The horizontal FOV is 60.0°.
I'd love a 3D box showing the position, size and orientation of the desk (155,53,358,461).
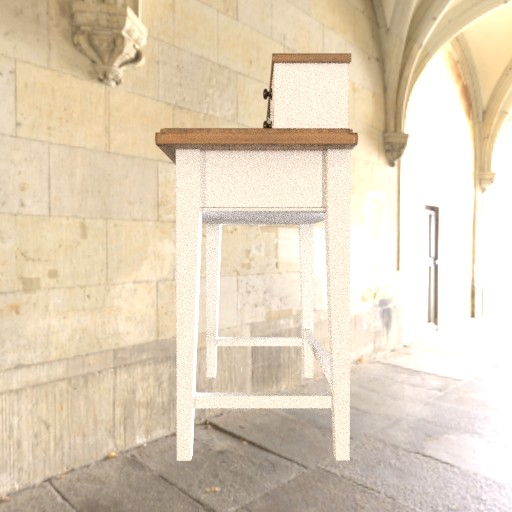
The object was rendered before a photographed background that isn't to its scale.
[{"bbox_3d":[0.000,0.000,1.423,0.462,0.981,0.814,0,1,0],"label":"desk"}]
